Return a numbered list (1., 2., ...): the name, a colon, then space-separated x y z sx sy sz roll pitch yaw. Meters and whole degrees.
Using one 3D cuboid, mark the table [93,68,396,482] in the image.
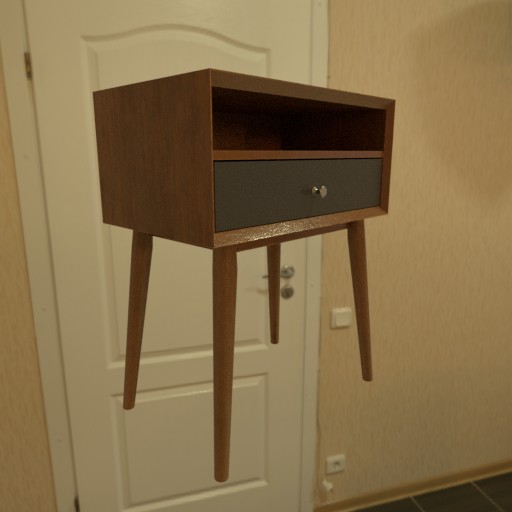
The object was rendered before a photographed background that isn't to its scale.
1. table: 0.000 0.000 0.847 0.307 0.580 0.454 13 18 43
